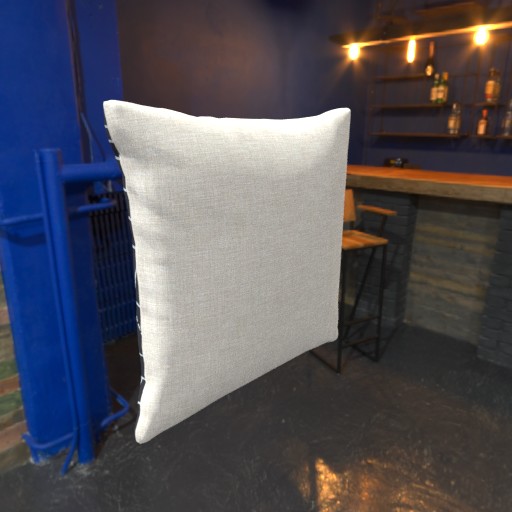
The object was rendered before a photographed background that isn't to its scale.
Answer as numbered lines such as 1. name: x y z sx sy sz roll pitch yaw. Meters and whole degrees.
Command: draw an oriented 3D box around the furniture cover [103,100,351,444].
1. furniture cover: 0.000 0.000 0.784 0.517 0.508 0.158 -16 23 -42
